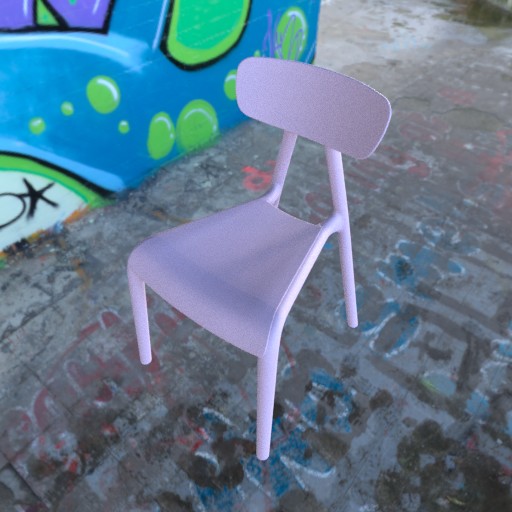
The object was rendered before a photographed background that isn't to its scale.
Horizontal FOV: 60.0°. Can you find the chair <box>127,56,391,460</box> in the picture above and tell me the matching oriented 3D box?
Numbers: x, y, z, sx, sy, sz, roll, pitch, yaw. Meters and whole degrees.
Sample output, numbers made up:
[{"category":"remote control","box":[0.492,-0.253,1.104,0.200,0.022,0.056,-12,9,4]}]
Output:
[{"category":"chair","box":[0.000,0.000,0.825,0.356,0.580,0.401,29,52,26]}]
